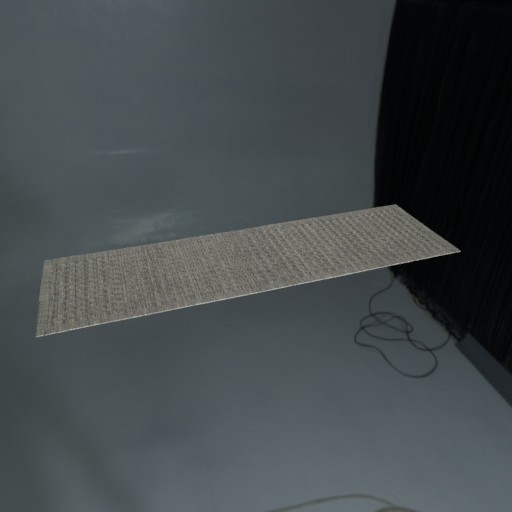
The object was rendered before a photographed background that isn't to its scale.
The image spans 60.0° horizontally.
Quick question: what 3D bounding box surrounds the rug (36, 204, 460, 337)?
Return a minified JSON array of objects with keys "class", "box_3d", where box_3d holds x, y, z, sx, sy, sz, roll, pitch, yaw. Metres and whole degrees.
[{"class":"rug","box_3d":[0.000,0.000,2.701,2.443,0.009,0.706,-10,33,-16]}]
